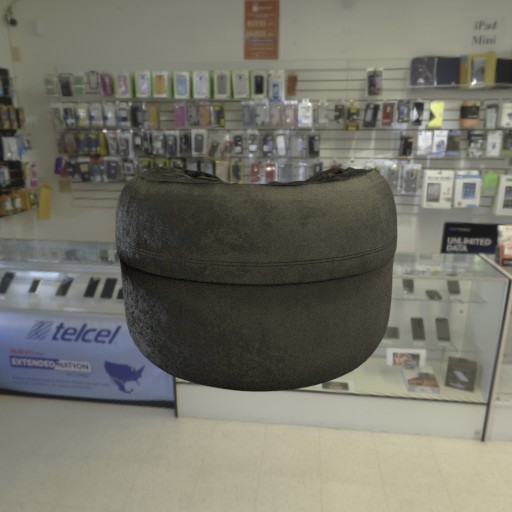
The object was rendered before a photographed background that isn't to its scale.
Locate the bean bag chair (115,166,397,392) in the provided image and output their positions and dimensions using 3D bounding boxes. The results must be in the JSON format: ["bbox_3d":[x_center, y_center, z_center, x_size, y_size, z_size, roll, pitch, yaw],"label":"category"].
[{"bbox_3d":[0.000,0.000,1.527,0.918,0.605,0.918,0,16,0],"label":"bean bag chair"}]
